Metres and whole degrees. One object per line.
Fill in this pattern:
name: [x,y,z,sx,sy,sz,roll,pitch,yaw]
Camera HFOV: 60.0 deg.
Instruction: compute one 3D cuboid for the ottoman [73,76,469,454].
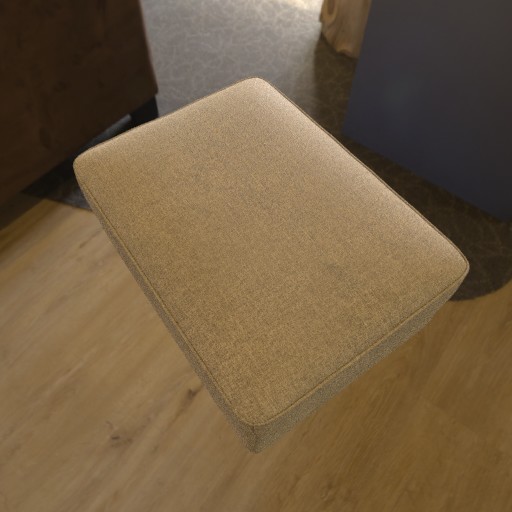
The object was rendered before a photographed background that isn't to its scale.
ottoman: [0.000,0.000,1.297,0.661,0.561,0.889,-31,63,-18]
